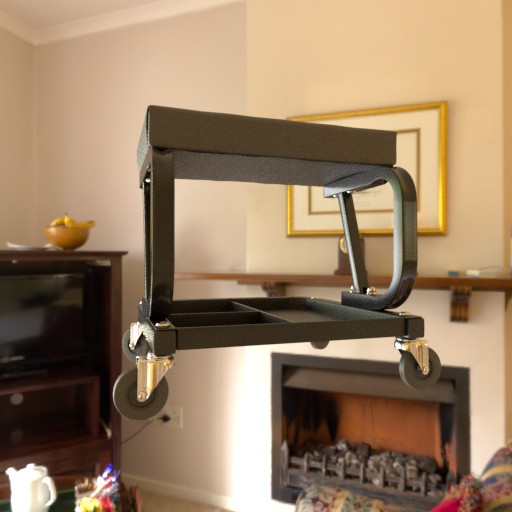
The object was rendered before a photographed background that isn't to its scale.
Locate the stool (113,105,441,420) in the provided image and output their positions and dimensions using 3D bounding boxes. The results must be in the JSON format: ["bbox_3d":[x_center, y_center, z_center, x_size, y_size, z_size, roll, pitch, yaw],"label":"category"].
[{"bbox_3d":[0.000,0.000,0.726,0.446,0.380,0.371,0,-1,-18],"label":"stool"}]
